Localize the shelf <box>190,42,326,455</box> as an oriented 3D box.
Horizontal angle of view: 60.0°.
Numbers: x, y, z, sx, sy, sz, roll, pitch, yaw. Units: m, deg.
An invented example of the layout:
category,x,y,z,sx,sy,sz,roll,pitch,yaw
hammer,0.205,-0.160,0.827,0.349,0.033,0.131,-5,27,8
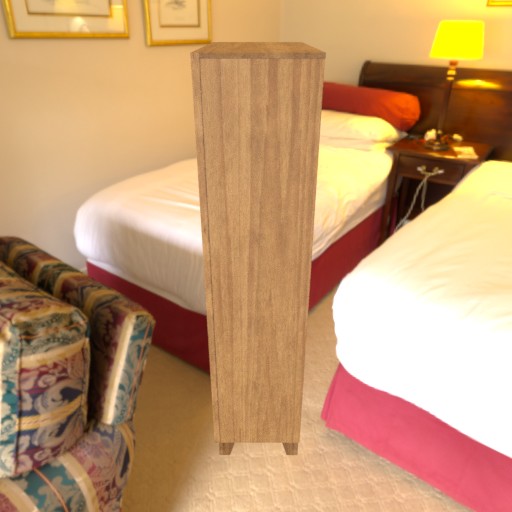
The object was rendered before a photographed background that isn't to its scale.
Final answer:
category,x,y,z,sx,sy,sz,roll,pitch,yaw
shelf,0.000,0.000,2.255,0.453,1.930,0.864,0,28,0
